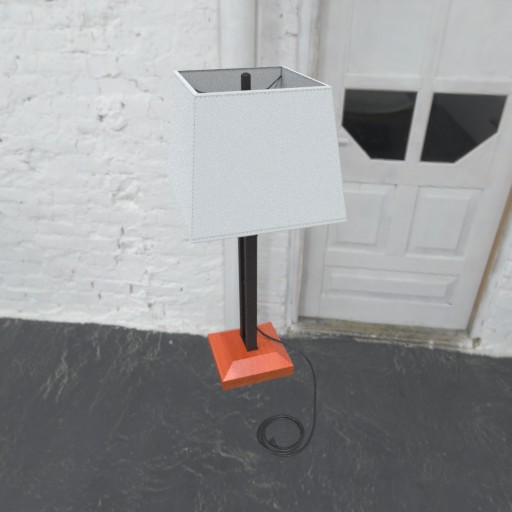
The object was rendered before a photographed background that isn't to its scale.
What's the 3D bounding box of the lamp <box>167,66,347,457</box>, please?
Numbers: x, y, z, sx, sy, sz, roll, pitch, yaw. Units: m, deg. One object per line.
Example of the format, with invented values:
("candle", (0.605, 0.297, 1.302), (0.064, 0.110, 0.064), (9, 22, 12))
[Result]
("lamp", (0.000, 0.000, 0.979), (0.310, 0.737, 0.498), (-9, 32, -14))
